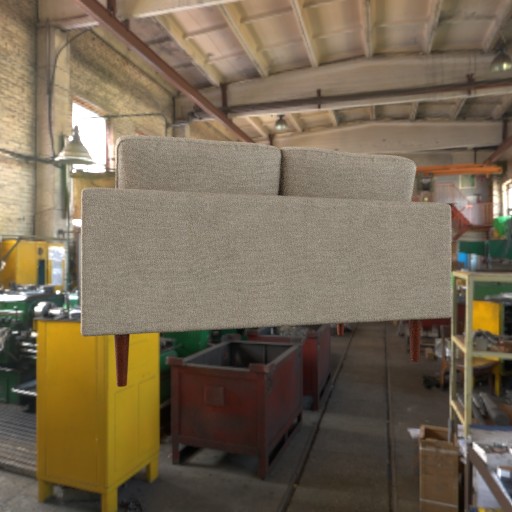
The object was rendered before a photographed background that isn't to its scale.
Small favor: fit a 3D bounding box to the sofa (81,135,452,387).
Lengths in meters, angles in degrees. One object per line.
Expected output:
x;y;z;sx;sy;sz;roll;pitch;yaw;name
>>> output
0.000;0.000;2.162;1.582;0.944;0.903;0;0;-18;sofa
